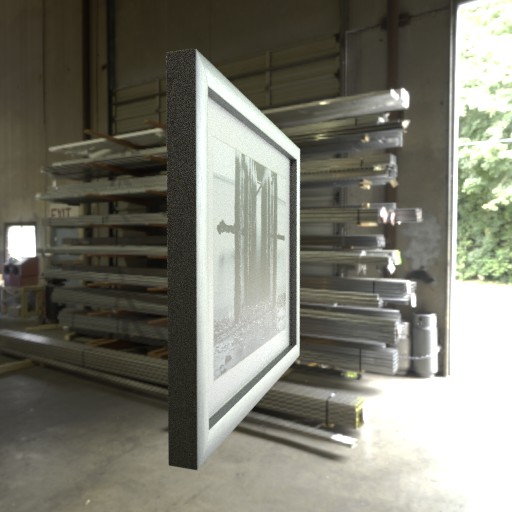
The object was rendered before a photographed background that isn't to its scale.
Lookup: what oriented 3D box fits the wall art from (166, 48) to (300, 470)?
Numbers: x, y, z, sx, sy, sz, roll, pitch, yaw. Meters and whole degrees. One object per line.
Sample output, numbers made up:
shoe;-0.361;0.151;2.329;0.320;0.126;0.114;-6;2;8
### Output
wall art;0.000;0.000;0.531;0.028;0.330;0.380;0;2;18
